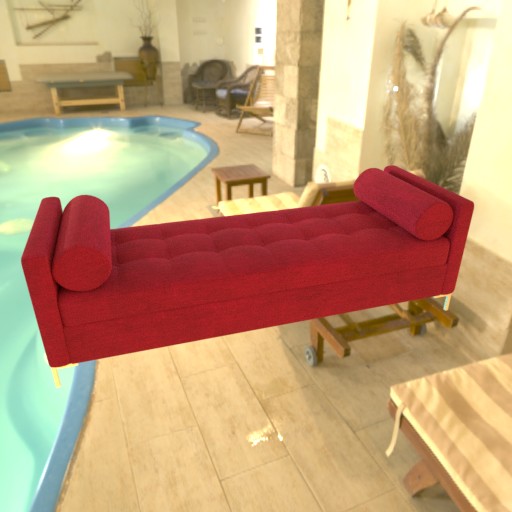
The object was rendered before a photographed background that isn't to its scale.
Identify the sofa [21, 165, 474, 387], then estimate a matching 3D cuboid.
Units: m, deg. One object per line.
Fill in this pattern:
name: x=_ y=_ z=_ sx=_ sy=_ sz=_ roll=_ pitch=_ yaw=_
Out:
sofa: x=0.000 y=0.000 z=2.266 sx=1.981 sy=0.635 sz=0.686 roll=-8 pitch=28 yaw=-15
